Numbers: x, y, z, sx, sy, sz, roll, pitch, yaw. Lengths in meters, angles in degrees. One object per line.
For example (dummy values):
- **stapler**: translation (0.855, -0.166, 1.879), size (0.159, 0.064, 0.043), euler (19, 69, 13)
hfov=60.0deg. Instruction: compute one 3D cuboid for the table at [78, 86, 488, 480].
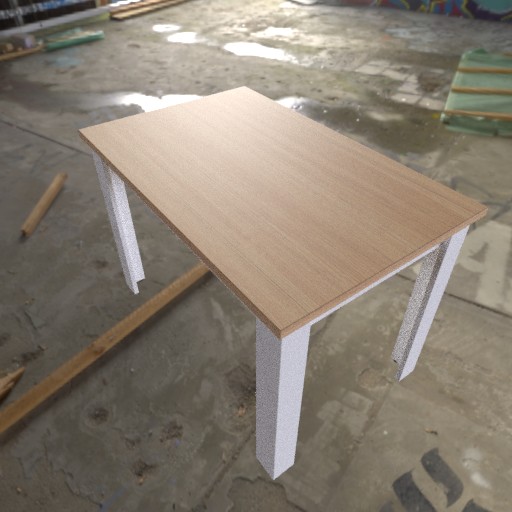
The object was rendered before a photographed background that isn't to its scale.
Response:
- **table**: translation (0.000, 0.000, 1.574), size (0.700, 0.734, 1.100), euler (-26, 47, -27)
